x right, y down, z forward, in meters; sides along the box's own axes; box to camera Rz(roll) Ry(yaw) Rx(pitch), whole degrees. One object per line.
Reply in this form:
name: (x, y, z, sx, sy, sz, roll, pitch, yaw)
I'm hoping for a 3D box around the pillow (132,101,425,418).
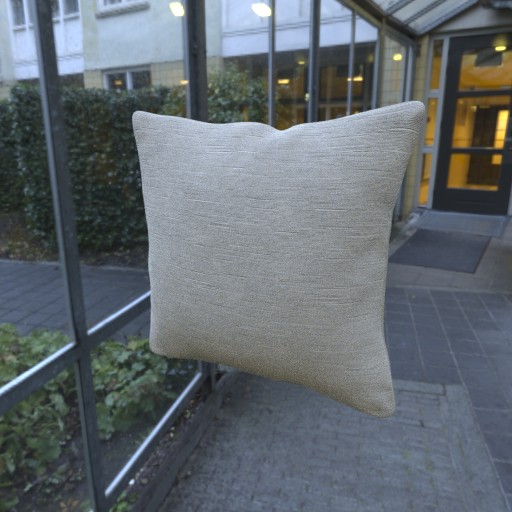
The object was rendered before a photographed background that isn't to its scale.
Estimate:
pillow: (0.000, 0.000, 0.656, 0.437, 0.420, 0.162, 8, 17, 27)
